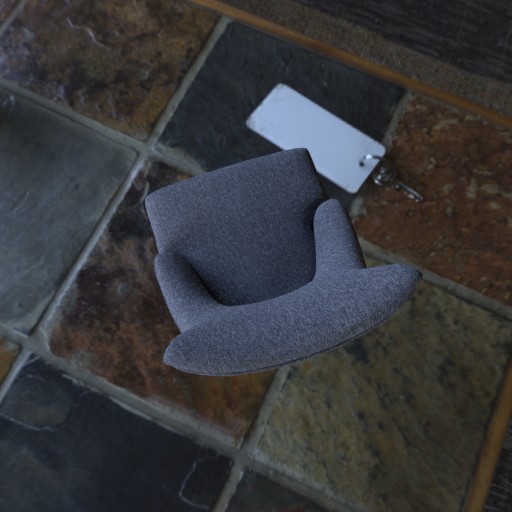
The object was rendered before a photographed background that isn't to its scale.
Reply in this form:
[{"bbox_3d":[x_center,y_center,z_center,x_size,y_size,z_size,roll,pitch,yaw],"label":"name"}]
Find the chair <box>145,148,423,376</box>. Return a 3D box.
[{"bbox_3d":[0.000,0.000,1.304,0.566,0.909,0.629,-18,77,-4],"label":"chair"}]
